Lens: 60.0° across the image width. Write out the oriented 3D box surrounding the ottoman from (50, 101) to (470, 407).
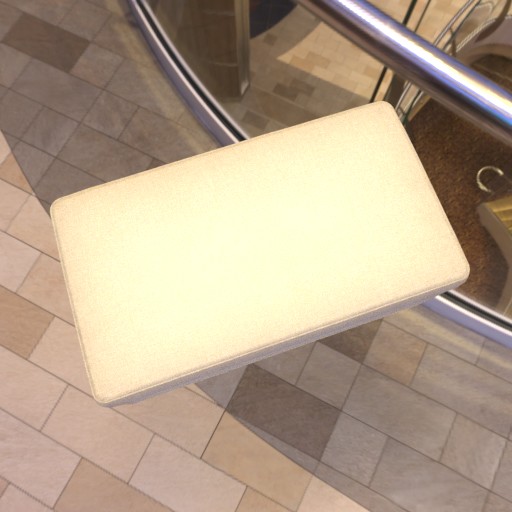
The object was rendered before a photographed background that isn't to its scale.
[{"bbox_3d":[0.000,0.000,1.430,1.097,0.461,0.617,-18,75,-5],"label":"ottoman"}]
